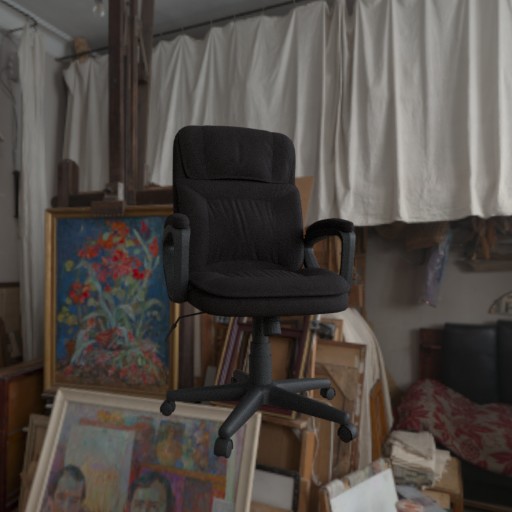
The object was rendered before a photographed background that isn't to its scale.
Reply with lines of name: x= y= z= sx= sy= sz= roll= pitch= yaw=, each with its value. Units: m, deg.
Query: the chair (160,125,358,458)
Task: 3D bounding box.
chair: x=0.000 y=0.000 z=1.586 sx=0.667 sy=1.105 sz=0.724 roll=0 pitch=-1 yaw=-16
